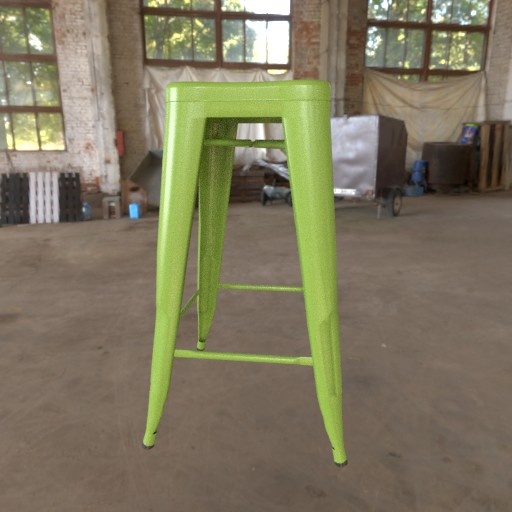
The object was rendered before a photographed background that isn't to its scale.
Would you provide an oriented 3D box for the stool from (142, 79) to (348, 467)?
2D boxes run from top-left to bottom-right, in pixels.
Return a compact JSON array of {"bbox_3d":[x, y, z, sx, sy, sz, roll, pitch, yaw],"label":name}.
[{"bbox_3d":[0.000,0.000,0.863,0.358,0.609,0.398,2,15,7],"label":"stool"}]
